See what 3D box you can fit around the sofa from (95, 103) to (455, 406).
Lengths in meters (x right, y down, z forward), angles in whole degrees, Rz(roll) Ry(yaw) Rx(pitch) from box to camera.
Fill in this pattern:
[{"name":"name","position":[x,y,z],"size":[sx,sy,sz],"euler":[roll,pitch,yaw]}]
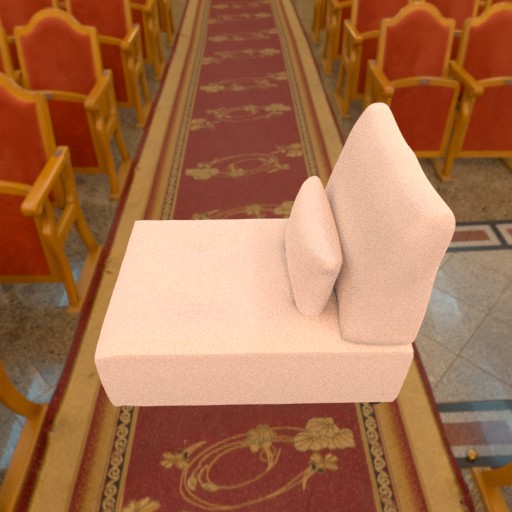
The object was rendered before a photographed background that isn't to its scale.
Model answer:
[{"name":"sofa","position":[0.000,0.000,1.536],"size":[1.000,0.820,0.700],"euler":[-1,41,-1]}]
